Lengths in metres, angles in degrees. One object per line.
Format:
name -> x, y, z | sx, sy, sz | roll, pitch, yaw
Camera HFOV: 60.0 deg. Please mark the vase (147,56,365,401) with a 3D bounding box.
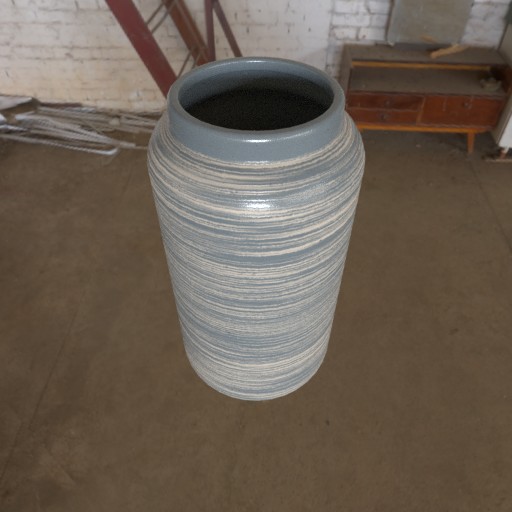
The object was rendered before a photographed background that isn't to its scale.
vase -> 0.000, 0.000, 0.297 | 0.116, 0.230, 0.116 | 0, 45, 0
